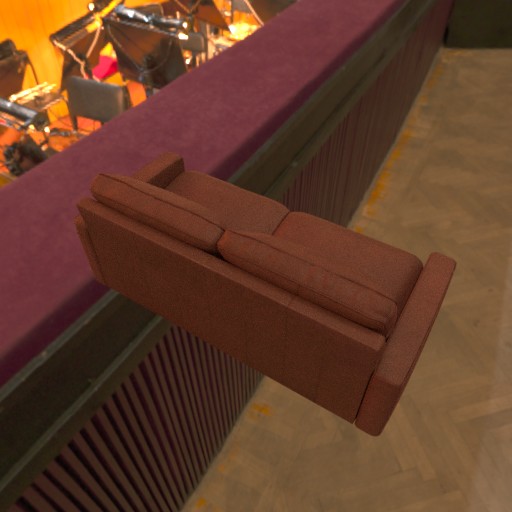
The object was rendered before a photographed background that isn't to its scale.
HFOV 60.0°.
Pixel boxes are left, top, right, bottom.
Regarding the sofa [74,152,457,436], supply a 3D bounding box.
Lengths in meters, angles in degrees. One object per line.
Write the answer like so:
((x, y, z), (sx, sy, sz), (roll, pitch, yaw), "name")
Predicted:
((0.000, 0.000, 2.634), (2.080, 0.919, 0.940), (24, 50, 22), "sofa")
